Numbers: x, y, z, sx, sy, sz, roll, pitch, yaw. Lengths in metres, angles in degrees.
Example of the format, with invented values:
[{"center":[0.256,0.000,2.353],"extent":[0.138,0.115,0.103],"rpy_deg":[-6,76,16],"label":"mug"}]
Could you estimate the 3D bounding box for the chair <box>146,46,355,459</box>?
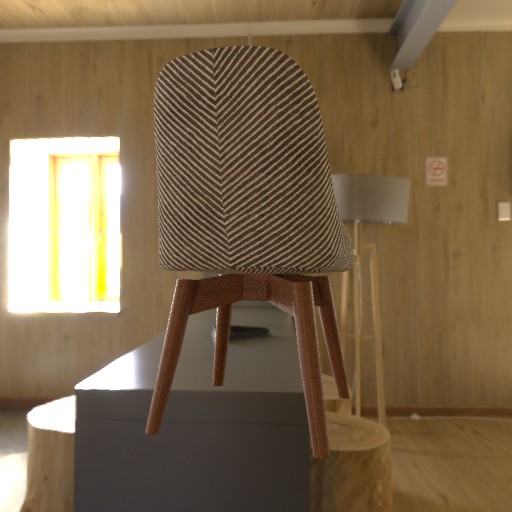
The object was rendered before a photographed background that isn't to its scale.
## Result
[{"center":[0.000,0.000,1.215],"extent":[0.504,0.883,0.591],"rpy_deg":[0,0,18],"label":"chair"}]
